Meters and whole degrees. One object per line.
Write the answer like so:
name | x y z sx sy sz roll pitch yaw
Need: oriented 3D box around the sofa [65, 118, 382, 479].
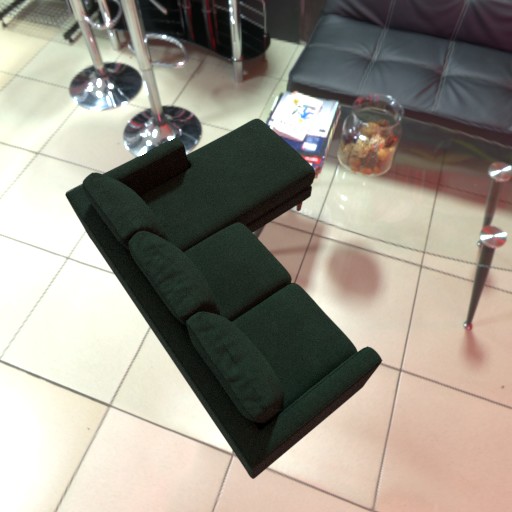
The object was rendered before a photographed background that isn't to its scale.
sofa | 0.000 0.000 2.879 1.580 0.899 2.030 -33 64 -18
